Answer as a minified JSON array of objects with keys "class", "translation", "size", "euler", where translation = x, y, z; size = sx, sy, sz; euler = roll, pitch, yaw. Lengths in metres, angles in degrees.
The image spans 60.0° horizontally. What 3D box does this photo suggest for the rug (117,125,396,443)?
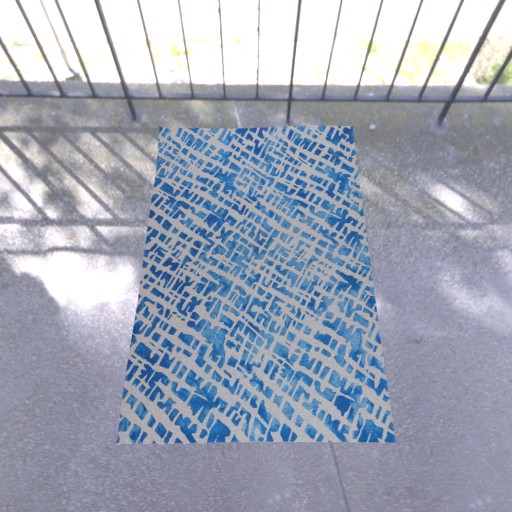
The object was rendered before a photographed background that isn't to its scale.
[{"class":"rug","translation":[0.000,0.000,2.343],"size":[1.209,0.011,1.830],"euler":[0,63,0]}]
